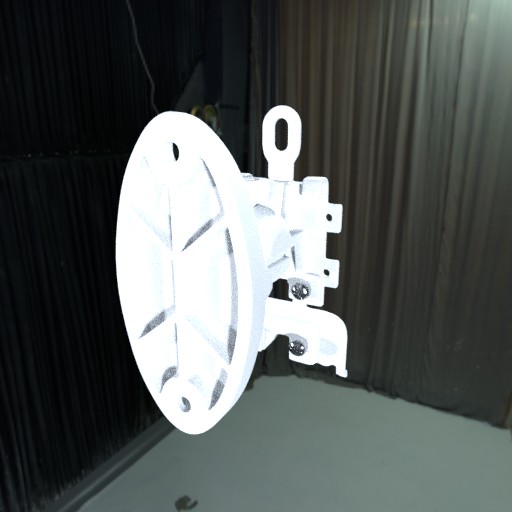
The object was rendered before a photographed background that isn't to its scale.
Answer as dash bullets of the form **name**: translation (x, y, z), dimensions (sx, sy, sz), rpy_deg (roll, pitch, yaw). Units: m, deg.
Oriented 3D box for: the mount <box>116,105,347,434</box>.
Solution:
- **mount**: translation (0.000, 0.000, 0.180), dimensions (0.066, 0.118, 0.100), rpy_deg (8, 18, 28)
